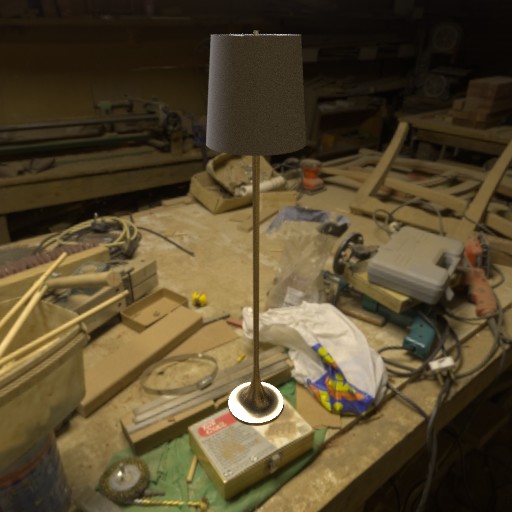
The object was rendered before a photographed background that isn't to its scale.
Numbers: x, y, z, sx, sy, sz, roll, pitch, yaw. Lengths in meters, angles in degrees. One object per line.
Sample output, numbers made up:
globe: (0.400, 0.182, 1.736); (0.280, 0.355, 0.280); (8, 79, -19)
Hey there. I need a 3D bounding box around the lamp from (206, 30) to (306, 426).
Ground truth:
lamp: (0.000, 0.000, 1.703); (0.337, 1.543, 0.337); (0, 27, 0)
